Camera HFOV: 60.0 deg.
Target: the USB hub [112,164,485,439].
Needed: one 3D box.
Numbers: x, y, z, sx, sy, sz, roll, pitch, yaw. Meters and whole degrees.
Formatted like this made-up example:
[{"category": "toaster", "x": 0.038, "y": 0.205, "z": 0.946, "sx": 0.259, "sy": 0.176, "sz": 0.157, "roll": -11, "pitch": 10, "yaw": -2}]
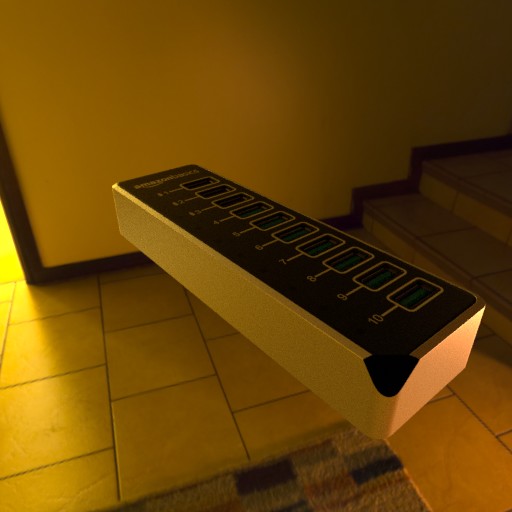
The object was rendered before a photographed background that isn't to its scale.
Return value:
[{"category": "USB hub", "x": 0.000, "y": 0.000, "z": 0.160, "sx": 0.044, "sy": 0.023, "sz": 0.145, "roll": -23, "pitch": 38, "yaw": -33}]
